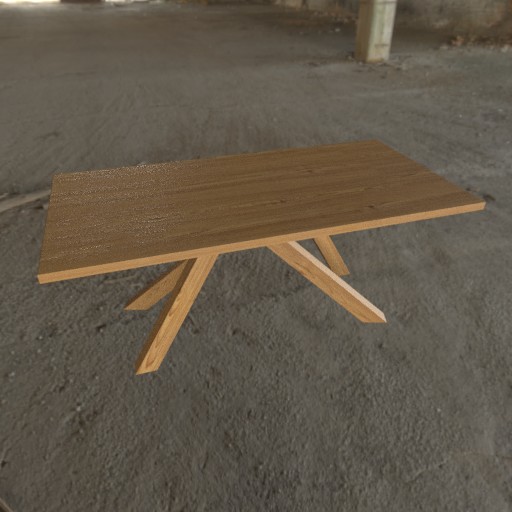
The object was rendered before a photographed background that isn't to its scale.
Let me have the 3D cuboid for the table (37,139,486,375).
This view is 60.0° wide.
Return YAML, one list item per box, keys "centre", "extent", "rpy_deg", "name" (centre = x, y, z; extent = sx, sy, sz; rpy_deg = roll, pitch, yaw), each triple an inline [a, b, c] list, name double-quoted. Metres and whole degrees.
- centre: [0.000, 0.000, 2.247]
  extent: [1.797, 0.750, 0.901]
  rpy_deg: [-10, 34, -15]
  name: "table"
